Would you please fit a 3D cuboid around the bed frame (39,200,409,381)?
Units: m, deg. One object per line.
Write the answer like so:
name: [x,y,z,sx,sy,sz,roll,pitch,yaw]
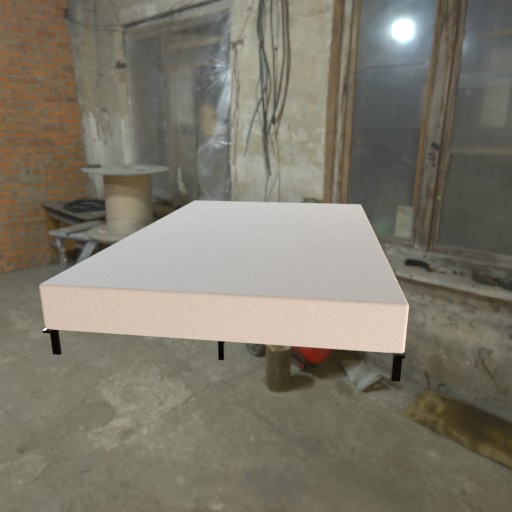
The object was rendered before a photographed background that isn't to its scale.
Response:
bed frame: [0.000,0.000,3.699,1.930,0.440,2.987,2,16,8]
